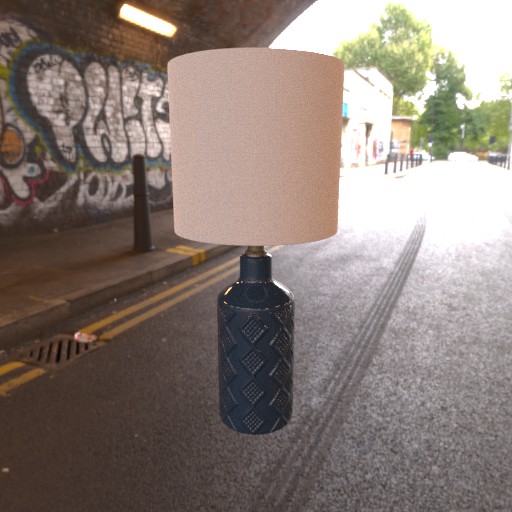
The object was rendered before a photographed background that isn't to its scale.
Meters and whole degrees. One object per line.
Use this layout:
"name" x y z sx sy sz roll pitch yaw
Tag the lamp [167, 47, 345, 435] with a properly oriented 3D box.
"lamp" 0.000 0.000 0.579 0.207 0.461 0.207 -6 15 -26
